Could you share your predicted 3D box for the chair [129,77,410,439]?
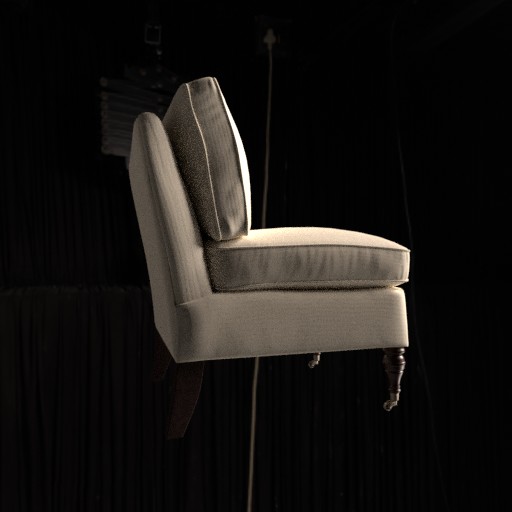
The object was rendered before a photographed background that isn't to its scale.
[{"bbox_3d":[0.000,0.000,1.435,0.781,0.887,0.630,0,0,-17],"label":"chair"}]
